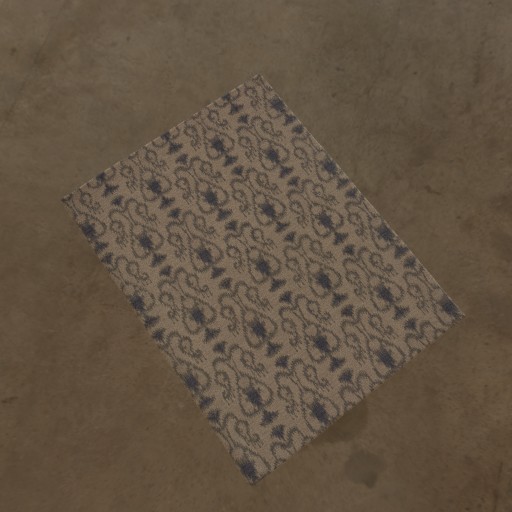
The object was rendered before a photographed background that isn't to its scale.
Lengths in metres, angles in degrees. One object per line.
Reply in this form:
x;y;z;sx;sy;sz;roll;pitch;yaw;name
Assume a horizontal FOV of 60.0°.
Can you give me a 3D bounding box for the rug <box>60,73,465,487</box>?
0.000;0.000;4.209;2.437;0.015;3.205;-35;78;-8;rug
